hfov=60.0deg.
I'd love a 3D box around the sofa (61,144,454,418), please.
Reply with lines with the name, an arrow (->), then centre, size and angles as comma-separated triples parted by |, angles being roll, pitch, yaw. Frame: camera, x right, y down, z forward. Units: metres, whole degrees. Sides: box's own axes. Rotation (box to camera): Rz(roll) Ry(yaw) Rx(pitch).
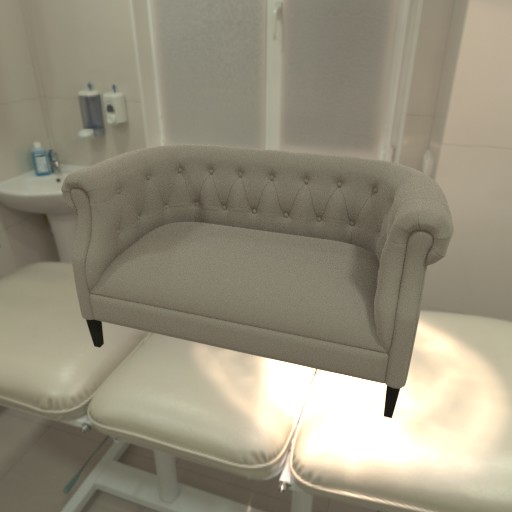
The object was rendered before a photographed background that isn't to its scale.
sofa -> 0.000, 0.000, 2.051 | 1.558, 0.827, 0.835 | 9, 28, 17
